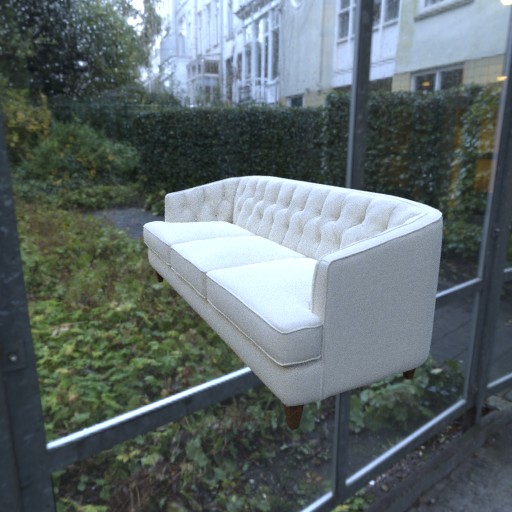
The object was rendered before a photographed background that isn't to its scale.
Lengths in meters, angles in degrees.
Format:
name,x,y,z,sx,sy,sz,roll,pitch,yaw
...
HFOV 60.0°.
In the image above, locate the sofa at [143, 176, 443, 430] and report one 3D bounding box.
name,x,y,z,sx,sy,sz,roll,pitch,yaw
sofa,0.000,0.000,2.754,0.941,0.855,2.278,-7,17,-25
